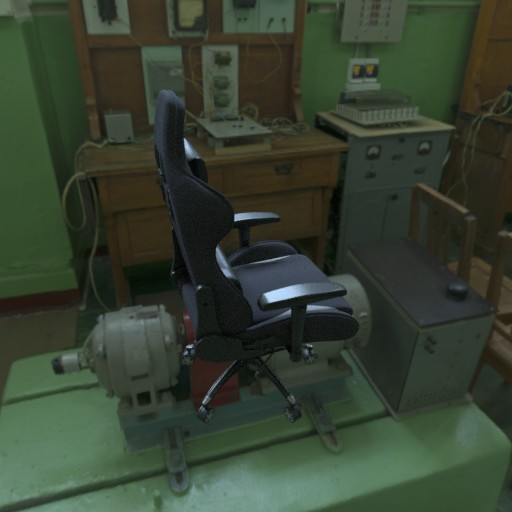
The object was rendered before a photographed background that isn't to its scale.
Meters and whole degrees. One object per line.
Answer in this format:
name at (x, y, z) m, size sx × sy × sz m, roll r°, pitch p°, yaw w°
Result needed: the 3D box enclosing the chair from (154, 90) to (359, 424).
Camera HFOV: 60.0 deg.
chair at (0.000, 0.000, 1.800) m, size 0.695 × 1.300 × 0.730 m, roll -9°, pitch 31°, yaw -16°
